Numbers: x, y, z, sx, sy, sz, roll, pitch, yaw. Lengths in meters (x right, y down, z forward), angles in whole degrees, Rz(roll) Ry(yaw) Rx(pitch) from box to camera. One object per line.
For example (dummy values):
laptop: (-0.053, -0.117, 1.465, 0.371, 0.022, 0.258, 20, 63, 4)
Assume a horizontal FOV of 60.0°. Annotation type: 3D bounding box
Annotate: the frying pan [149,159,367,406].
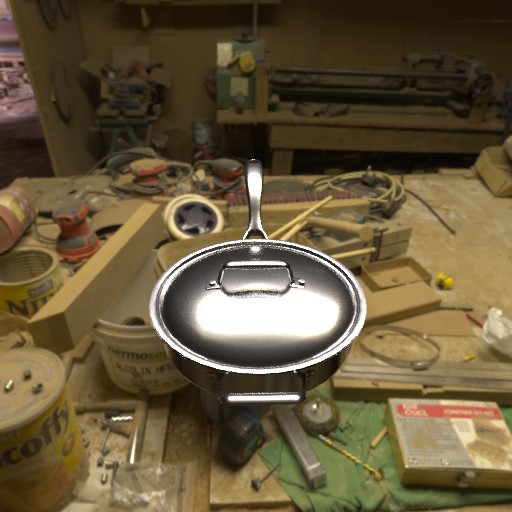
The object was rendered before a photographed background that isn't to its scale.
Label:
frying pan: (0.000, 0.000, 0.670, 0.280, 0.114, 0.561, -1, 33, -1)
